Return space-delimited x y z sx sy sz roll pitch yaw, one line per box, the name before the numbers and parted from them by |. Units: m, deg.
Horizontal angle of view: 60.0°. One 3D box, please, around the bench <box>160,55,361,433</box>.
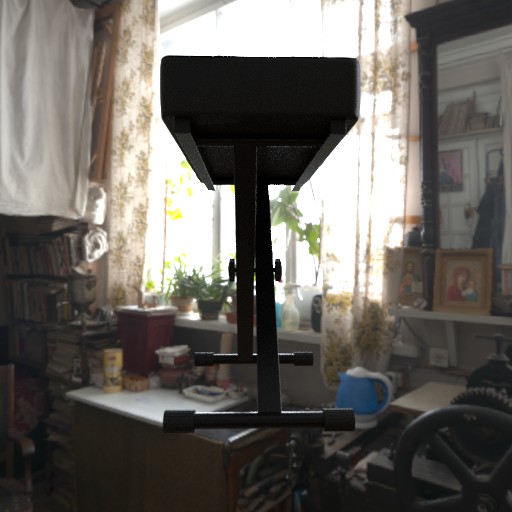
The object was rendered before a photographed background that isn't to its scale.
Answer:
bench | 0.000 0.000 0.920 0.300 0.561 0.600 0 0 -1
